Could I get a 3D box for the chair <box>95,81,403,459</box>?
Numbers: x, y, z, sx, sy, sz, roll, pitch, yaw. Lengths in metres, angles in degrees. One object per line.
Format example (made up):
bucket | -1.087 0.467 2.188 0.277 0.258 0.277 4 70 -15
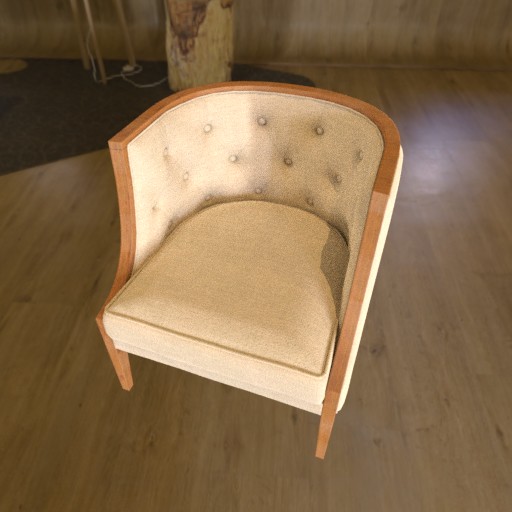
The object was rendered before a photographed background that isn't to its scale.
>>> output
chair | 0.000 0.000 1.352 0.711 0.775 0.757 14 44 14
